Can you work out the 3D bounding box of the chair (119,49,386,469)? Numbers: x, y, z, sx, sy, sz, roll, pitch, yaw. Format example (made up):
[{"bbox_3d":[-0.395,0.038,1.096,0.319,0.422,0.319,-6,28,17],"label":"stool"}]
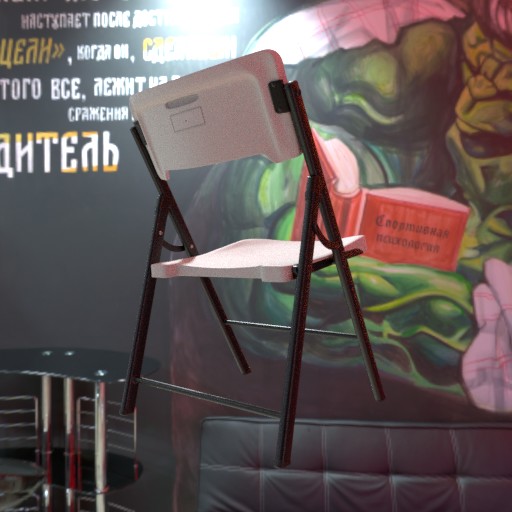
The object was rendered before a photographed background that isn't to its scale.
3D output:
[{"bbox_3d":[0.000,0.000,1.118,0.482,0.765,0.577,0,0,37],"label":"chair"}]
